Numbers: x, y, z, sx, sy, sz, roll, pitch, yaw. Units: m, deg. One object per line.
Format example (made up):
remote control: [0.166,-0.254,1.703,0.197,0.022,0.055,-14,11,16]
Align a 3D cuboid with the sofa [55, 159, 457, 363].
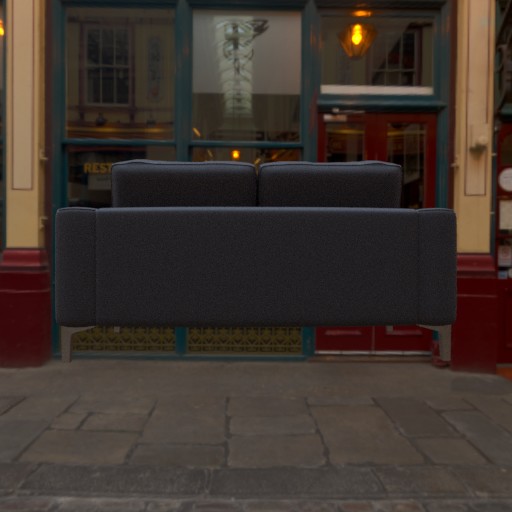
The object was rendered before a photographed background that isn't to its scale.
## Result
sofa: [0.000,0.000,2.257,1.726,0.893,0.833,0,0,-1]
